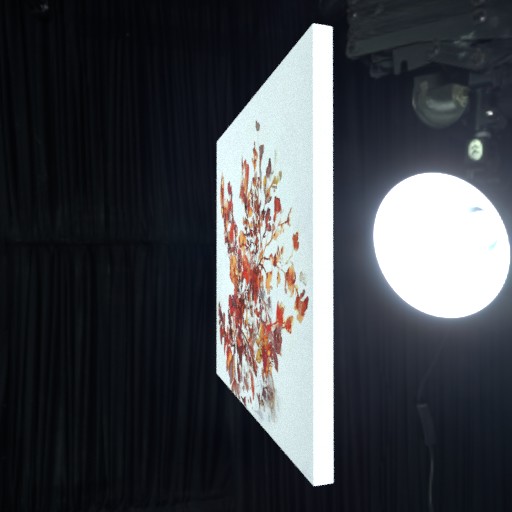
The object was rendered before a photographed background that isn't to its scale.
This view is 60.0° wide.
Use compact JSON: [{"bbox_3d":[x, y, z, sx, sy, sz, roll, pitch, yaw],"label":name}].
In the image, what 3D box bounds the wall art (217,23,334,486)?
[{"bbox_3d":[0.000,0.000,1.453,0.049,1.009,1.009,0,-1,-17],"label":"wall art"}]
